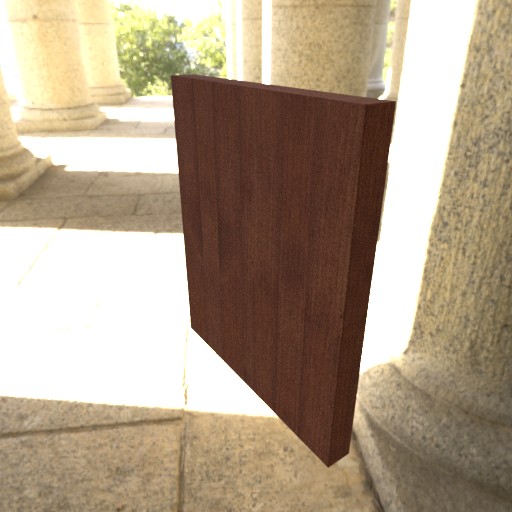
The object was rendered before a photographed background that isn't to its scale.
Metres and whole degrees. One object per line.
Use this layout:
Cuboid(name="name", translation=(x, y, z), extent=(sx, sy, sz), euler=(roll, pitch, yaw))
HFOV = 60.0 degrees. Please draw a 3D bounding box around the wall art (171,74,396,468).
Cuboid(name="wall art", translation=(0.000, 0.000, 0.622), extent=(0.039, 0.449, 0.377), euler=(-18, 31, -31))
